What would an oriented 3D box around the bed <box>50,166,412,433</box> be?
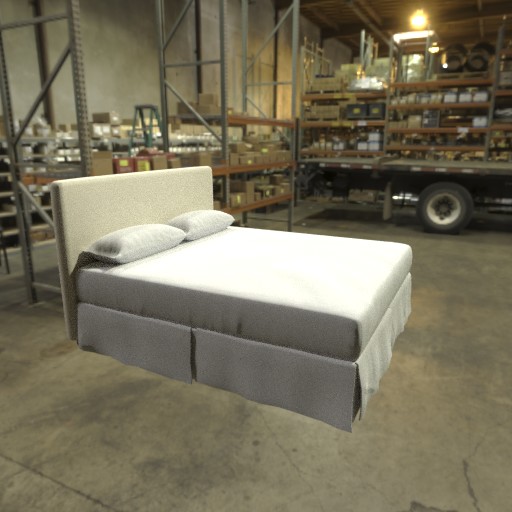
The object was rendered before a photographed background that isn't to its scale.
[{"bbox_3d":[0.000,0.000,3.684,2.341,1.317,2.119,7,16,26],"label":"bed"}]
